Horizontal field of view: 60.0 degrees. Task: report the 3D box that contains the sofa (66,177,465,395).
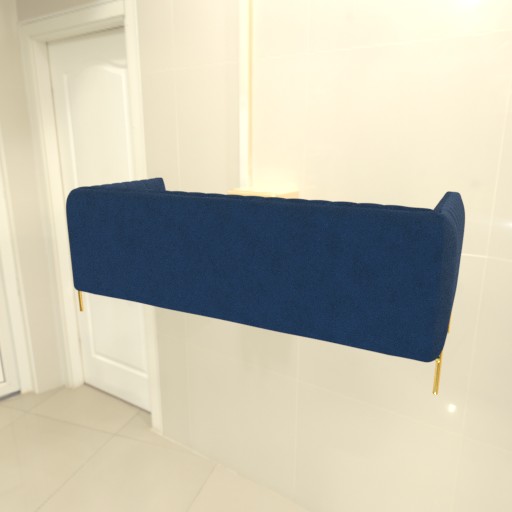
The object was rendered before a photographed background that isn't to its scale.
[{"bbox_3d":[0.000,0.000,2.572,2.136,0.793,0.896,7,17,26],"label":"sofa"}]
